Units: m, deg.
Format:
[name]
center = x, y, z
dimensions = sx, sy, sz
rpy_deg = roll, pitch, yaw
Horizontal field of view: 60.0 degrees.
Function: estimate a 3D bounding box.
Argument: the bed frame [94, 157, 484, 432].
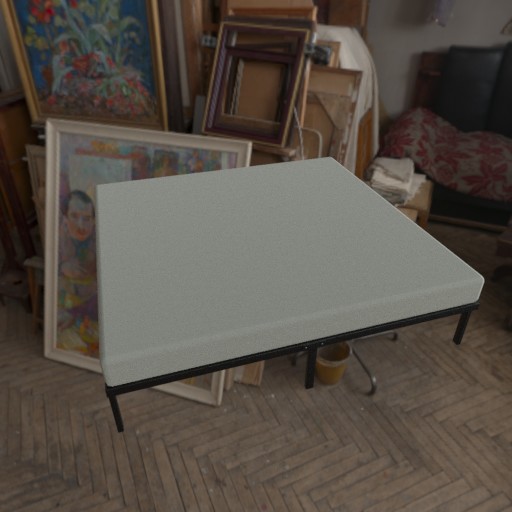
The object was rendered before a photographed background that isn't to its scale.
[bed frame]
center = 0.000, 0.000, 3.954
dimensions = 2.635, 0.680, 2.526
rpy_deg = -10, 35, -15
